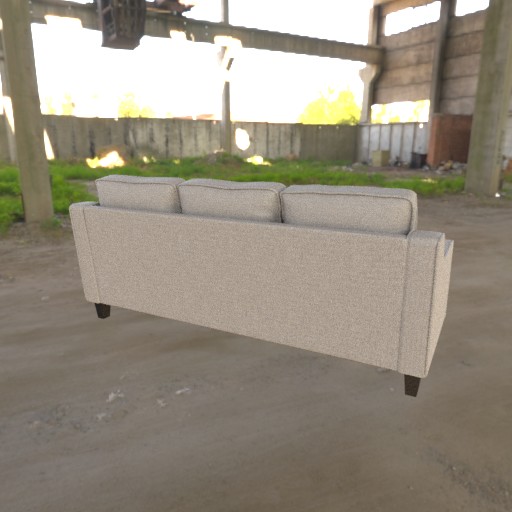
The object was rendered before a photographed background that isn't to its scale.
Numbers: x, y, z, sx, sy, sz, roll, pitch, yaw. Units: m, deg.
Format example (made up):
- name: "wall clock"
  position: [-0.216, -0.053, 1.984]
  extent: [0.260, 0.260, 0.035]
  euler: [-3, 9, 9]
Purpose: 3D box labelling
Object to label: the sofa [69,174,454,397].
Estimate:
- name: "sofa"
  position: [0.000, 0.000, 2.690]
  extent: [2.129, 0.950, 0.899]
  euler: [8, 16, 27]
